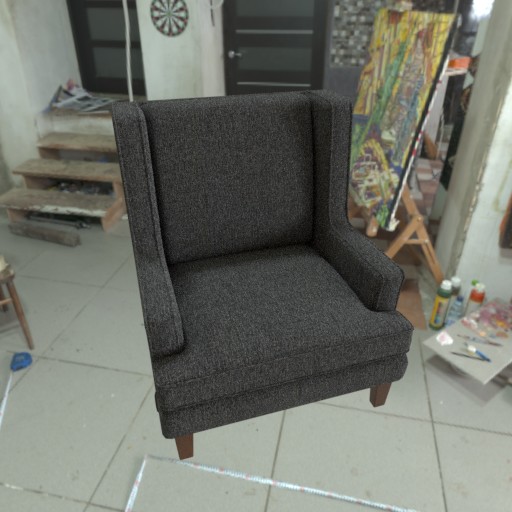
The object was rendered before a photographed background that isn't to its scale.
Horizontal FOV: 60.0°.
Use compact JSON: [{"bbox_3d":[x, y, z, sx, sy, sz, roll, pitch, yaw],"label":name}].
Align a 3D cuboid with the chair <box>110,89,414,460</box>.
[{"bbox_3d":[0.000,0.000,1.771,0.942,1.082,0.927,-9,32,-15],"label":"chair"}]
